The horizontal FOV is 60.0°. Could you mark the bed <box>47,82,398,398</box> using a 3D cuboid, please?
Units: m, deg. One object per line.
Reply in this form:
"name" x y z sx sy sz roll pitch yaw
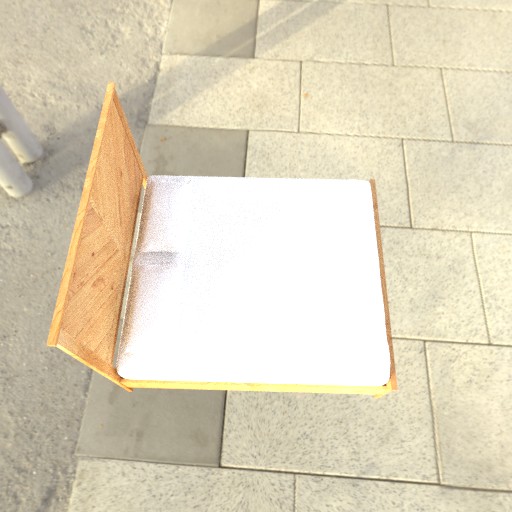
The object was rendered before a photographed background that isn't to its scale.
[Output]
"bed" 0.000 0.000 3.552 2.201 1.686 1.936 1 64 1
